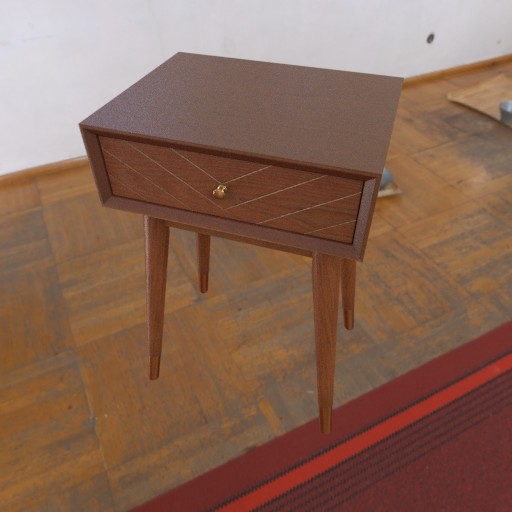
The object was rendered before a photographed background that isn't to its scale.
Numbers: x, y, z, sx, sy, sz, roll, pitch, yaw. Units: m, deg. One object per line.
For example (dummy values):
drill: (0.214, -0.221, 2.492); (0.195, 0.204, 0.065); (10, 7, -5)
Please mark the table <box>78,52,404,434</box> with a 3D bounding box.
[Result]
table: (0.000, 0.000, 0.826); (0.406, 0.599, 0.300); (13, 44, 14)
